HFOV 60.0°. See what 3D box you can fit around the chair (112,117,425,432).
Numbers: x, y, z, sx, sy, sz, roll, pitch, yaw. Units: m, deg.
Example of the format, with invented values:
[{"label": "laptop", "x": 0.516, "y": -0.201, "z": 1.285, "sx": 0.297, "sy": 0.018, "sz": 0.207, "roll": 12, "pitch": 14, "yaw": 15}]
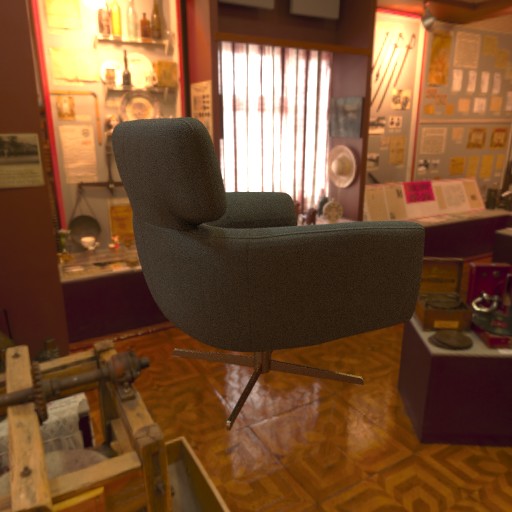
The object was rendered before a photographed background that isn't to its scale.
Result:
[{"label": "chair", "x": 0.000, "y": 0.000, "z": 1.386, "sx": 0.761, "sy": 0.813, "sz": 0.738, "roll": -8, "pitch": 18, "yaw": -27}]
